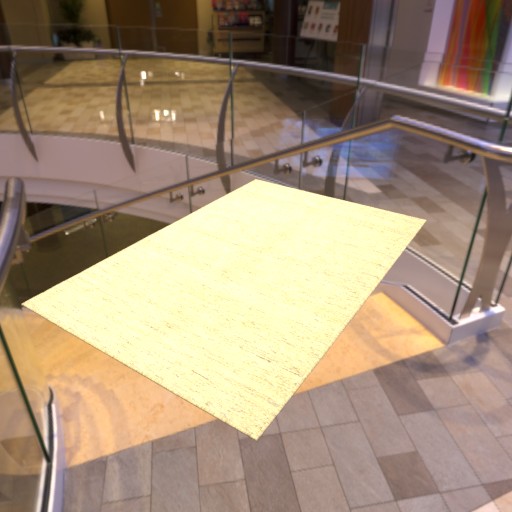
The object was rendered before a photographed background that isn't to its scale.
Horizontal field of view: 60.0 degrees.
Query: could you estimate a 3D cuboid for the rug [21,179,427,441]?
[{"bbox_3d":[0.000,0.000,2.314,1.250,0.015,1.850,19,35,29],"label":"rug"}]
